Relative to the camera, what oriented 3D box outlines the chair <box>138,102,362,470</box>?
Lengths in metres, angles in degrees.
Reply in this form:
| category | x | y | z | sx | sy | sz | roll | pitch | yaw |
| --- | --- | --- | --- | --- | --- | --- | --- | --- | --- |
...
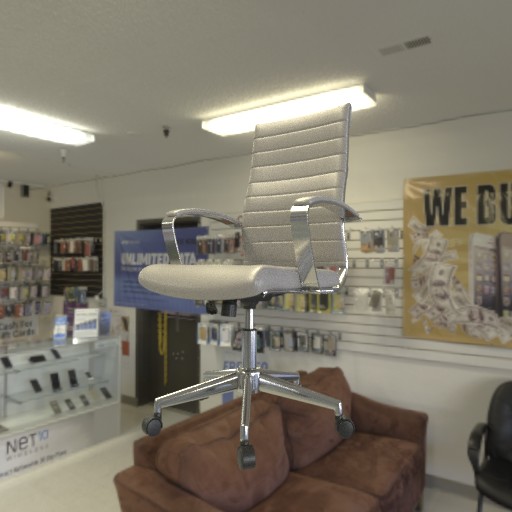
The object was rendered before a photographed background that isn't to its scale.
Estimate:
| category | x | y | z | sx | sy | sz | roll | pitch | yaw |
| --- | --- | --- | --- | --- | --- | --- | --- | --- | --- |
| chair | 0.000 | 0.000 | 1.548 | 0.679 | 1.149 | 0.667 | 0 | -1 | 37 |
